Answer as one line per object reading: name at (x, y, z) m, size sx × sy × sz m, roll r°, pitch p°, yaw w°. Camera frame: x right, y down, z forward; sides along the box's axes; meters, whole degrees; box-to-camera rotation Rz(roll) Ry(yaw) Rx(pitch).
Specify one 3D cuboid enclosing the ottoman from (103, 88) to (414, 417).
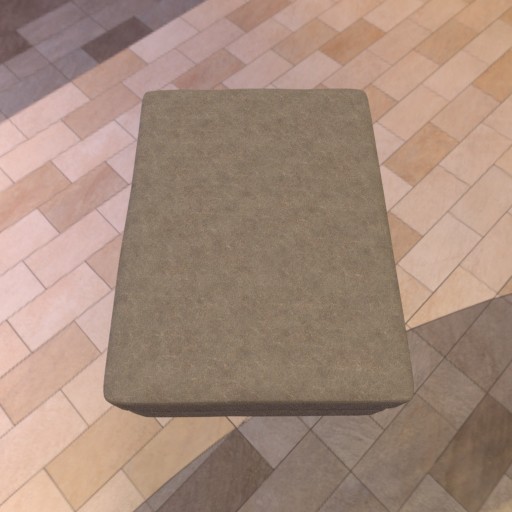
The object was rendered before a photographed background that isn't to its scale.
ottoman at (0.000, 0.000, 1.228) m, size 0.639 × 0.464 × 0.839 m, roll 0°, pitch 64°, yaw 0°
